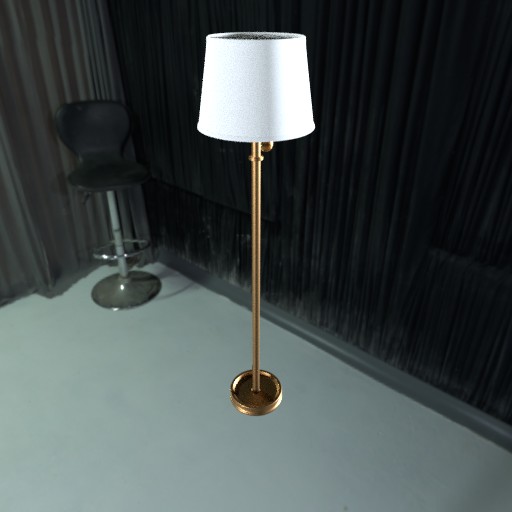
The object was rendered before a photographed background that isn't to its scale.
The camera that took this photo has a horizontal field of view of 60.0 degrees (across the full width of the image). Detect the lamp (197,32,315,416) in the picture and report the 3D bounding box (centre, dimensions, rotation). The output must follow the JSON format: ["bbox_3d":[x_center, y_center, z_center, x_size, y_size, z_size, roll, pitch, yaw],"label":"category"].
[{"bbox_3d":[0.000,0.000,0.796,0.178,0.710,0.178,0,30,0],"label":"lamp"}]
